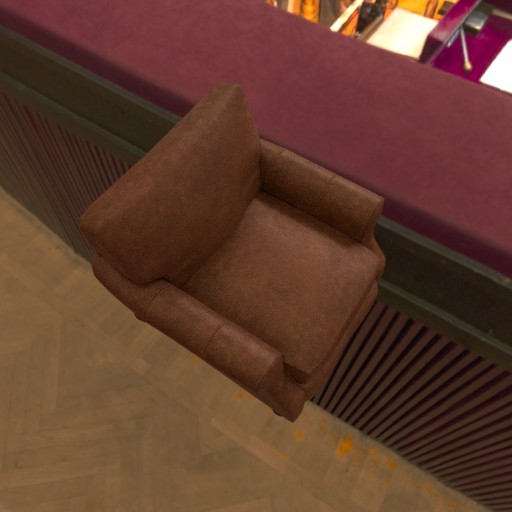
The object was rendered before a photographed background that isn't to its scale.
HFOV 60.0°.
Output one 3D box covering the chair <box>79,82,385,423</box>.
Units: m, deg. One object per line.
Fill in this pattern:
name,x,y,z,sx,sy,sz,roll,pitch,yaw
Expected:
chair,0.000,0.000,1.858,1.002,0.976,0.996,30,63,17
